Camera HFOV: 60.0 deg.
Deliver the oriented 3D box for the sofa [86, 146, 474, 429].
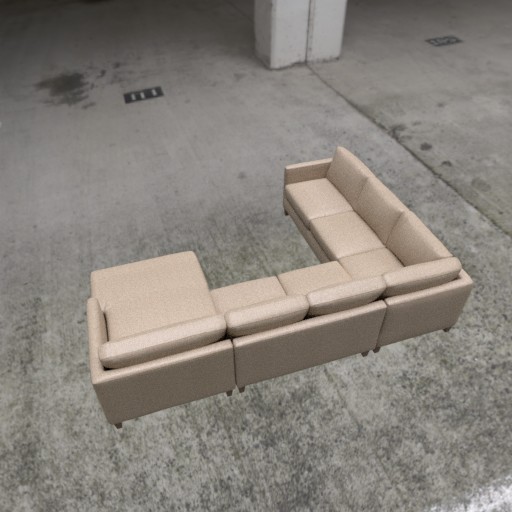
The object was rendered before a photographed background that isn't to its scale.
[{"bbox_3d":[0.000,0.000,4.763,3.460,0.961,2.594,-12,43,-14],"label":"sofa"}]
